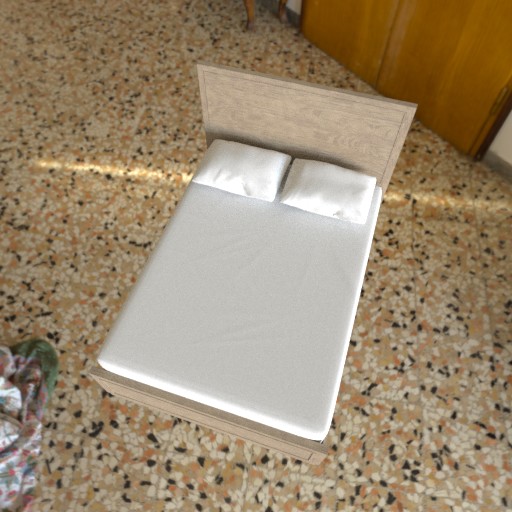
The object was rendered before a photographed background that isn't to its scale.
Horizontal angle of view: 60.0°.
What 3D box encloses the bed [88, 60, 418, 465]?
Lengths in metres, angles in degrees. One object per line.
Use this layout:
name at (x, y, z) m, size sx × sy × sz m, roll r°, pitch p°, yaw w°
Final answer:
bed at (0.000, 0.000, 3.173) m, size 1.606 × 1.369 × 2.189 m, roll 15°, pitch 59°, yaw 10°
